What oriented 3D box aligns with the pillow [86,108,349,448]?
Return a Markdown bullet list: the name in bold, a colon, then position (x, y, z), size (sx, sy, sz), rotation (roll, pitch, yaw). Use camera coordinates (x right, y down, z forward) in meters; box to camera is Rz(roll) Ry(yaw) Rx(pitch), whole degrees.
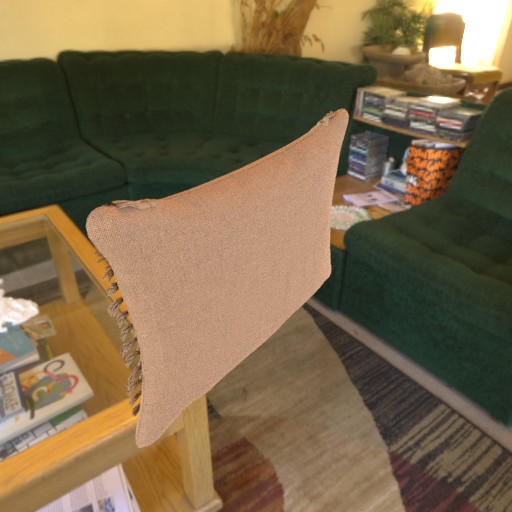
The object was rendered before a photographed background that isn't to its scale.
- **pillow**: position (0.000, 0.000, 0.589), size (0.084, 0.305, 0.466), rotation (20, 37, 30)
